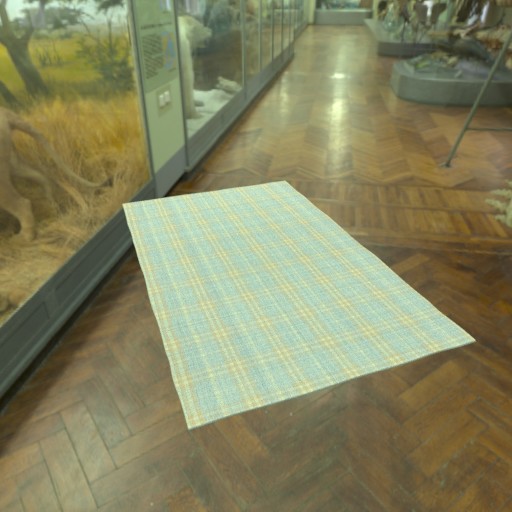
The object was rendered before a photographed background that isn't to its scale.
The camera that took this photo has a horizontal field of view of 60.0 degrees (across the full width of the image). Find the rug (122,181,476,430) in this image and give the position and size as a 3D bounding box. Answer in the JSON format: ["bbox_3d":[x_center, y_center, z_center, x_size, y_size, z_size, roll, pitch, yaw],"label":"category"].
[{"bbox_3d":[0.000,0.000,3.072,1.545,0.016,2.460,-11,33,-18],"label":"rug"}]
